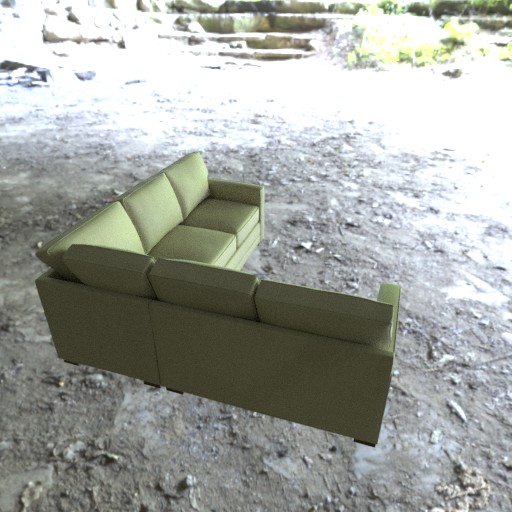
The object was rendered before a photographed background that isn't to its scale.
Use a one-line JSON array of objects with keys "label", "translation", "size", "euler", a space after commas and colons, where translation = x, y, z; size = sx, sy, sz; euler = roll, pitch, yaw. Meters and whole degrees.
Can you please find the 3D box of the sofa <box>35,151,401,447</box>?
[{"label": "sofa", "translation": [0.000, 0.000, 3.461], "size": [2.182, 0.939, 2.189], "euler": [10, 32, 16]}]
